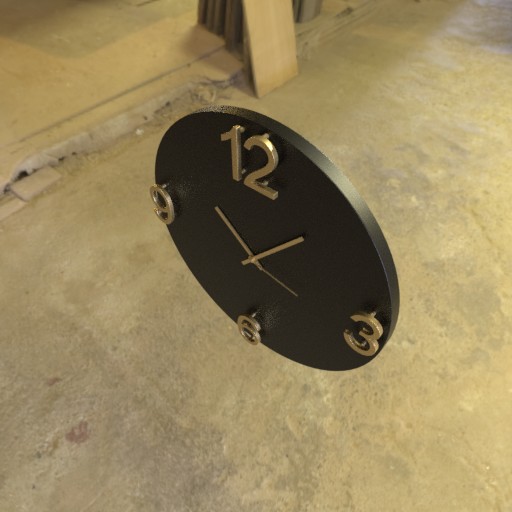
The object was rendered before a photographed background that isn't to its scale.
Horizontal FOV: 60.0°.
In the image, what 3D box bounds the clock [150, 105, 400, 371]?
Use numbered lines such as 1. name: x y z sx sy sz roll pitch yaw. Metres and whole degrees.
1. clock: 0.000 0.000 0.680 0.454 0.454 0.038 32 54 27
